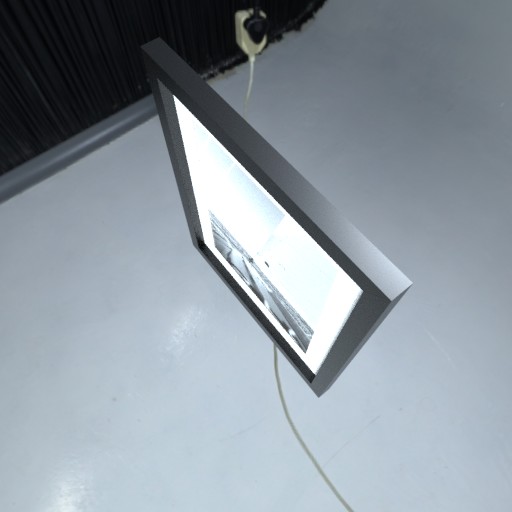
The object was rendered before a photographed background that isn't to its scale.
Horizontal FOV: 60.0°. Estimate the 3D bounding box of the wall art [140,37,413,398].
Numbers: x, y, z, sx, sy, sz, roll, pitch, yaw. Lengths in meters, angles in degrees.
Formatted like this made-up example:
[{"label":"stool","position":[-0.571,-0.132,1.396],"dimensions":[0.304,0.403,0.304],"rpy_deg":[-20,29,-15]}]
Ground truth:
[{"label":"wall art","position":[0.000,0.000,0.762],"dimensions":[0.031,0.558,0.461],"rpy_deg":[-35,68,-16]}]
